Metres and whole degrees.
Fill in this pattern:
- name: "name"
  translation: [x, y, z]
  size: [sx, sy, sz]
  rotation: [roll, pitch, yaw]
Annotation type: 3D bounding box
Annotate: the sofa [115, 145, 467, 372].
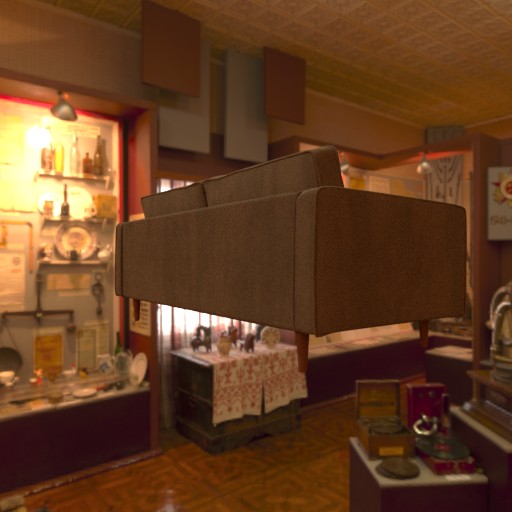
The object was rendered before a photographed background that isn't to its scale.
- name: "sofa"
  translation: [0.000, 0.000, 2.421]
  size: [0.924, 0.825, 1.920]
  rotation: [0, 0, -36]
